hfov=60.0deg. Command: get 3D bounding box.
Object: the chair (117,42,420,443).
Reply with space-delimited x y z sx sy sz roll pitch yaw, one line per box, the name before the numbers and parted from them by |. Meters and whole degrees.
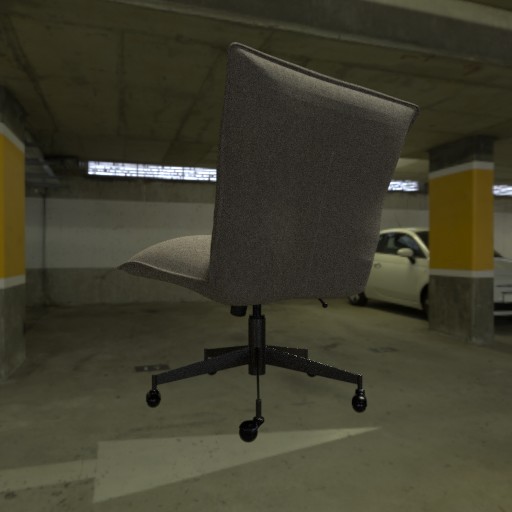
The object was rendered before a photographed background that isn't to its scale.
chair | 0.000 0.000 1.271 0.597 0.811 0.696 0 1 -36
